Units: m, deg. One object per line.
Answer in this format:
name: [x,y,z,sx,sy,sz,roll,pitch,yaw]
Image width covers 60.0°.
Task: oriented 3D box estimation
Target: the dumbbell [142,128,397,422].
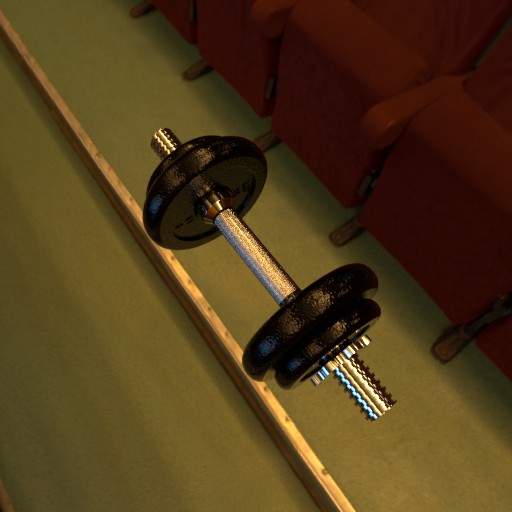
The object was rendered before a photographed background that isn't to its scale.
dumbbell: [0.000,0.000,0.597,0.202,0.202,0.497,-33,69,-15]
